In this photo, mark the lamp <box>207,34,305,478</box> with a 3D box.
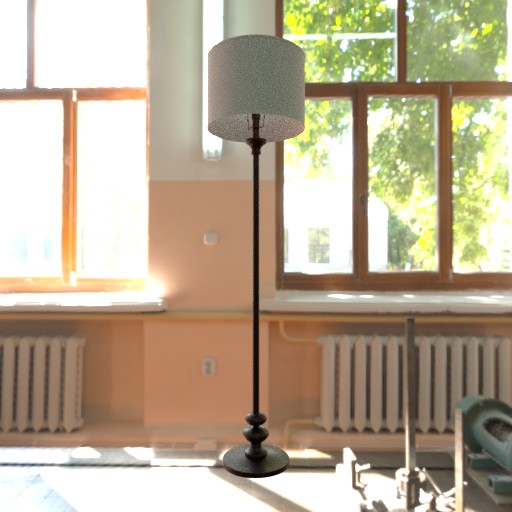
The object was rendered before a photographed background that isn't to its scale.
[{"bbox_3d":[0.000,0.000,1.608,0.356,1.487,0.356,-1,-1,36],"label":"lamp"}]
